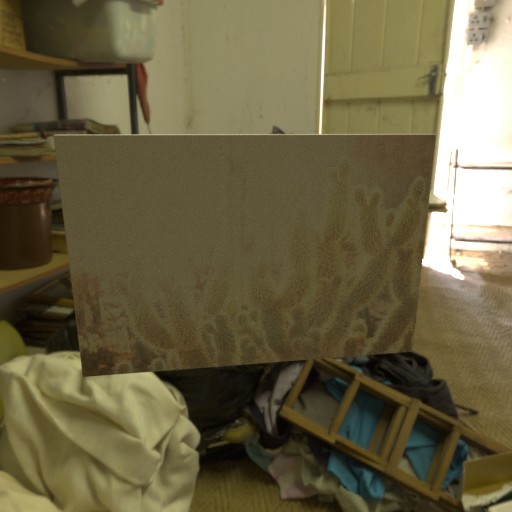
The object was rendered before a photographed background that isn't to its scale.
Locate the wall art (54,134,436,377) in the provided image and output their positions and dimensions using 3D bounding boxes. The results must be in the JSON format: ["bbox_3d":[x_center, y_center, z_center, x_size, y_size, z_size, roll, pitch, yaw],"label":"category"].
[{"bbox_3d":[0.000,0.000,1.433,1.142,0.758,0.041,-2,16,-8],"label":"wall art"}]
